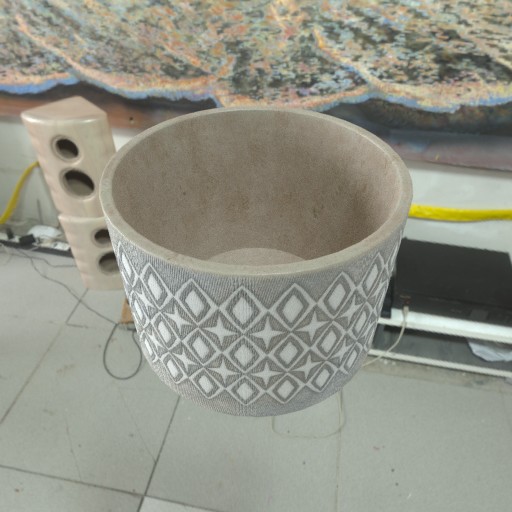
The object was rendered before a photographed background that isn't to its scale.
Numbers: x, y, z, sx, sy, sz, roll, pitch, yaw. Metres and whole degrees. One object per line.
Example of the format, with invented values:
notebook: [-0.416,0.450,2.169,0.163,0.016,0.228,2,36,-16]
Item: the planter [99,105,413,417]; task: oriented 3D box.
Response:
planter: [0.000,0.000,0.281,0.164,0.127,0.164,0,42,0]
